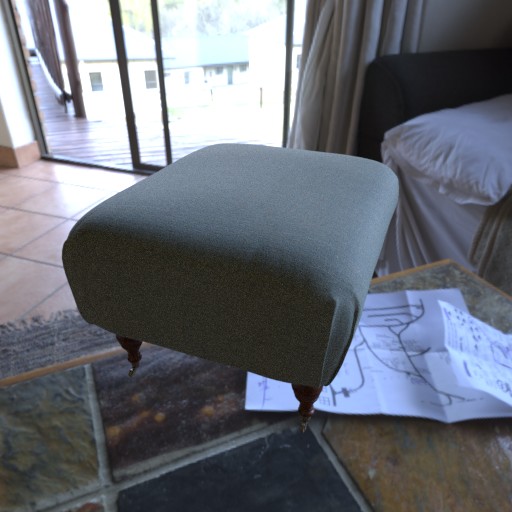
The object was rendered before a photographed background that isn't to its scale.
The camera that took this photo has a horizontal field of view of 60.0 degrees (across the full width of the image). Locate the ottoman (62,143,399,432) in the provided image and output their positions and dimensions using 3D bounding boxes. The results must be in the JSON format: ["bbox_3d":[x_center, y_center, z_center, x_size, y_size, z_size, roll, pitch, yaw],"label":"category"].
[{"bbox_3d":[0.000,0.000,1.148,0.622,0.450,0.747,11,32,19],"label":"ottoman"}]
